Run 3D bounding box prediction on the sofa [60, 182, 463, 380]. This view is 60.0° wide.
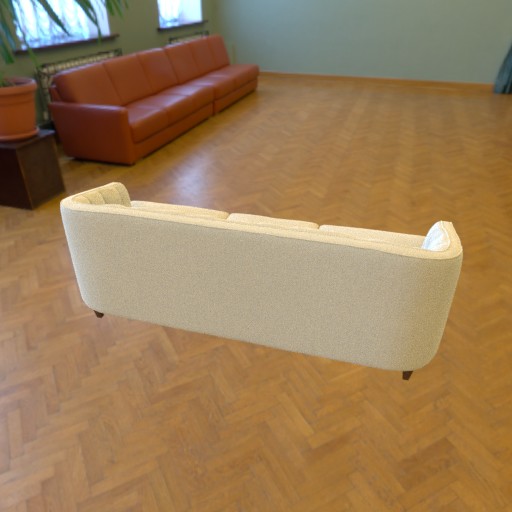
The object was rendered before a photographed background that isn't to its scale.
[{"bbox_3d":[0.000,0.000,2.774,2.278,0.855,0.941,9,32,14],"label":"sofa"}]
